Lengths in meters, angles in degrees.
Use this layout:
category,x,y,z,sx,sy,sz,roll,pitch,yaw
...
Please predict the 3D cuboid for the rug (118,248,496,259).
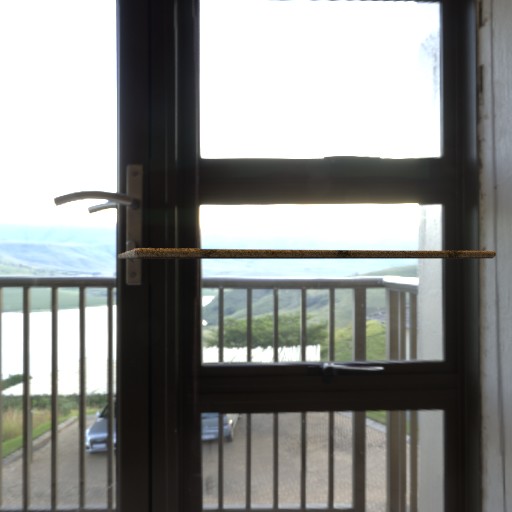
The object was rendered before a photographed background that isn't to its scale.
category,x,y,z,sx,sy,sz,roll,pitch,yaw
rug,0.000,0.000,2.073,1.200,0.025,1.600,0,0,-19
